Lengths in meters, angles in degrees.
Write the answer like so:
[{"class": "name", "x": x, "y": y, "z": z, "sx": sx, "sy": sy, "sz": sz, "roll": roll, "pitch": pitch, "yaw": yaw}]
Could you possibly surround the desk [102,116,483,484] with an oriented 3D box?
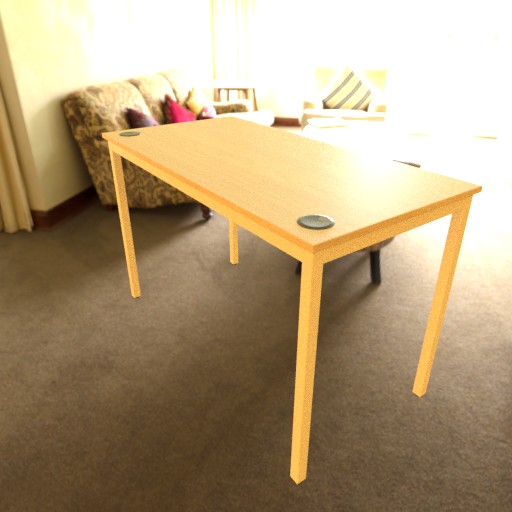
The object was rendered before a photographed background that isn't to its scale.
[{"class": "desk", "x": 0.000, "y": 0.000, "z": 1.609, "sx": 0.600, "sy": 0.750, "sz": 1.200, "roll": -19, "pitch": 33, "yaw": -31}]
